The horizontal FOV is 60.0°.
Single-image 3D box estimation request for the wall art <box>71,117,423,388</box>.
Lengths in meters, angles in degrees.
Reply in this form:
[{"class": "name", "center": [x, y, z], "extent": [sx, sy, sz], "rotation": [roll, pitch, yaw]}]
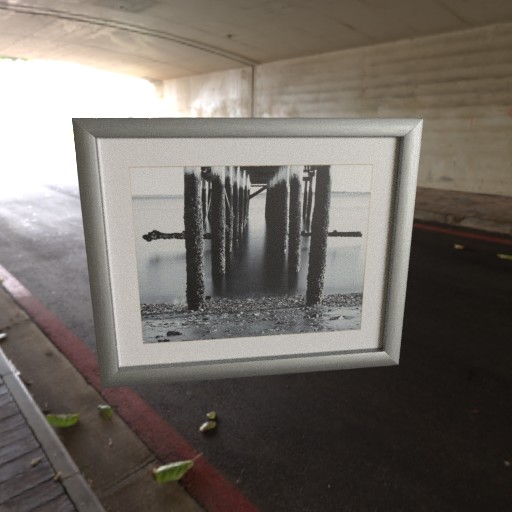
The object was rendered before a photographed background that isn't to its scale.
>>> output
[{"class": "wall art", "center": [0.000, 0.000, 0.768], "extent": [0.556, 0.457, 0.028], "rotation": [-2, 16, -8]}]
